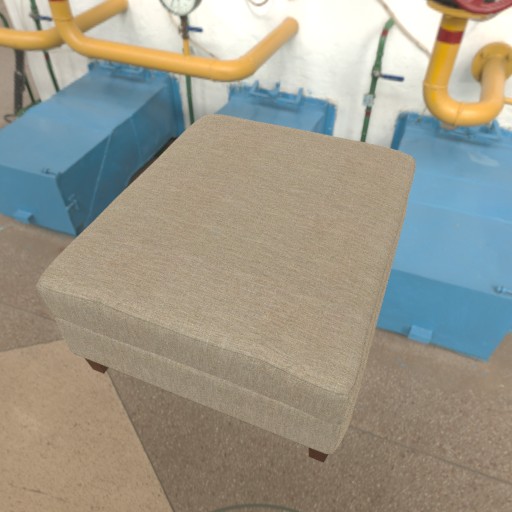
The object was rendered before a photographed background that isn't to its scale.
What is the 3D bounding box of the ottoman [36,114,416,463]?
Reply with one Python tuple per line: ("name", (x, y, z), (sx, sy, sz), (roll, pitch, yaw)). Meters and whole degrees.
("ottoman", (0.000, 0.000, 1.441), (0.836, 0.492, 0.976), (16, 47, 15))
